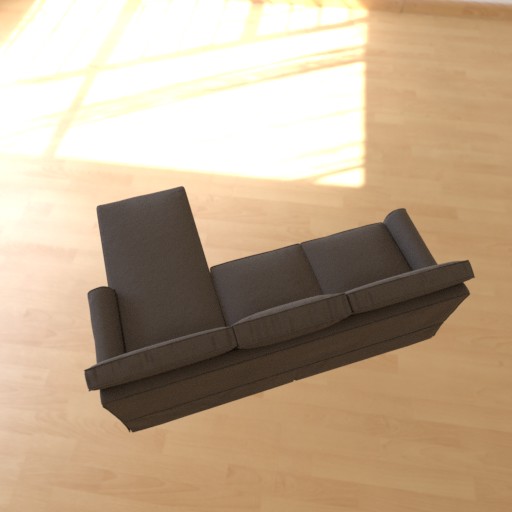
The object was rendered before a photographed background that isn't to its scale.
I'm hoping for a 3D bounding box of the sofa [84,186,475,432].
[{"bbox_3d":[0.000,0.000,3.348,2.475,0.978,1.733,-15,59,-9],"label":"sofa"}]
